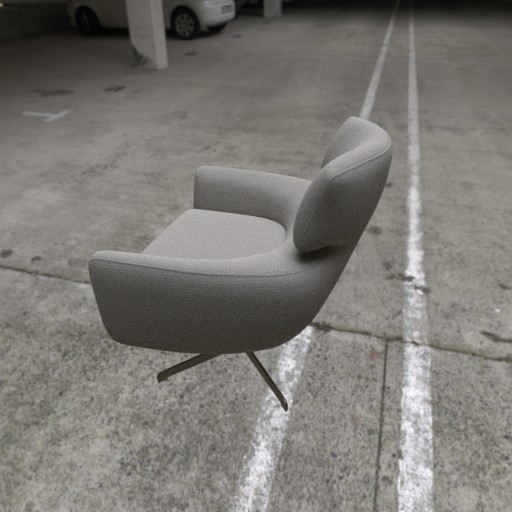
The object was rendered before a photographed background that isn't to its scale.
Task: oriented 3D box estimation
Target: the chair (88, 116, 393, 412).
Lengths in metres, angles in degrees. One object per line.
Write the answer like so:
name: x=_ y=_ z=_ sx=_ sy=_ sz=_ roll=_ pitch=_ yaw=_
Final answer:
chair: x=0.000 y=0.000 z=1.407 sx=0.730 sy=0.810 sz=0.760 roll=8 pitch=31 yaw=14
